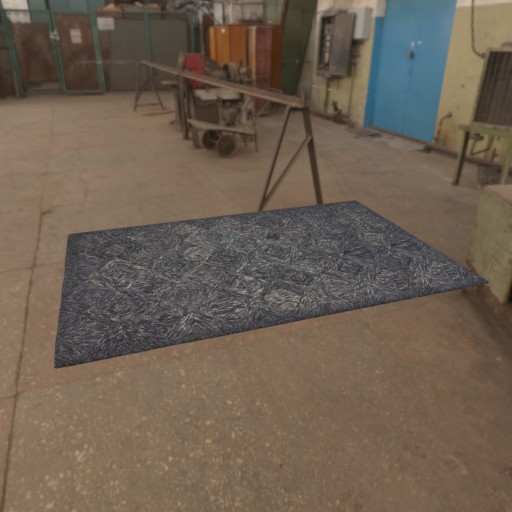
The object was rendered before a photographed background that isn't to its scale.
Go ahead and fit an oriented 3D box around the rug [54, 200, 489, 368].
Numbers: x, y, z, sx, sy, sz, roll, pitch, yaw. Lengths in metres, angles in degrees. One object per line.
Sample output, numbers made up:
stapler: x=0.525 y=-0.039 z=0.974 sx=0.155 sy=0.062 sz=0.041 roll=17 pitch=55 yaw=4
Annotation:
rug: x=0.000 y=0.000 z=2.149 sx=1.754 sy=0.010 sz=1.139 roll=-8 pitch=27 yaw=-17
